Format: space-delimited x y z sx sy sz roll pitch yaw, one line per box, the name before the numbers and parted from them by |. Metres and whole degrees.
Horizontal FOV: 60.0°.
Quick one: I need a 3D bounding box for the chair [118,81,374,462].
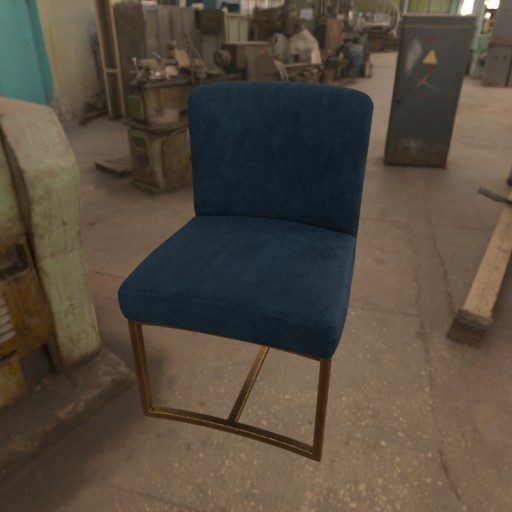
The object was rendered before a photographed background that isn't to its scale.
chair | 0.000 0.000 1.190 0.530 0.824 0.560 8 29 15
